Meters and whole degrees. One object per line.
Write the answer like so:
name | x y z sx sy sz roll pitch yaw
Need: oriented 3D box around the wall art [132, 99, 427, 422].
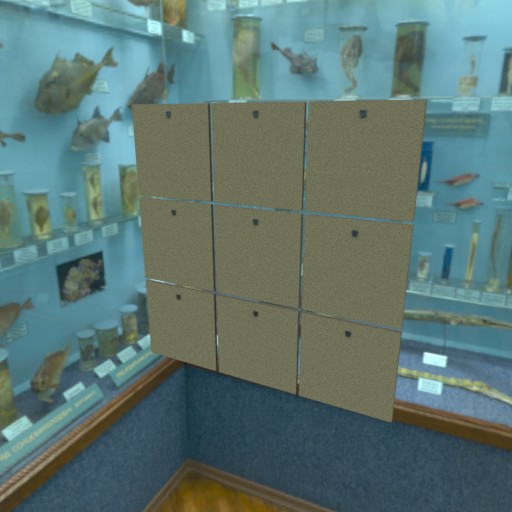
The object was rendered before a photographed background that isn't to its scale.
wall art | 0.000 0.000 1.379 0.906 0.904 0.018 9 19 26
